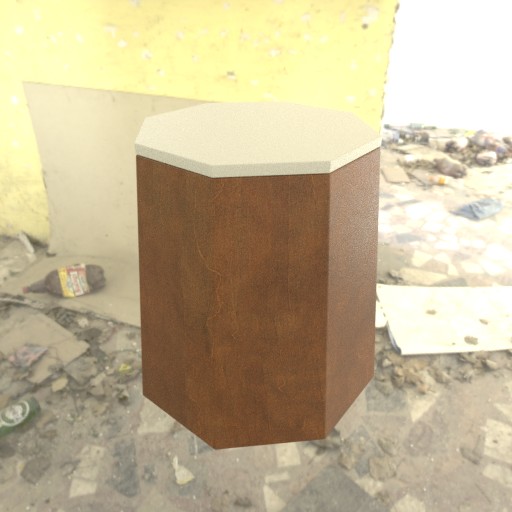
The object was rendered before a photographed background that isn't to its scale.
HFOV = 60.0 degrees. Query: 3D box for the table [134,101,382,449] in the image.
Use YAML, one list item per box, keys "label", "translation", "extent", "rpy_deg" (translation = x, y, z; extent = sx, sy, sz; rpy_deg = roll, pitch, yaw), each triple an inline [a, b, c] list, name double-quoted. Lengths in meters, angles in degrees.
- label: "table"
  translation: [0.000, 0.000, 0.786]
  extent: [0.439, 0.457, 0.439]
  rpy_deg: [21, 37, 31]
